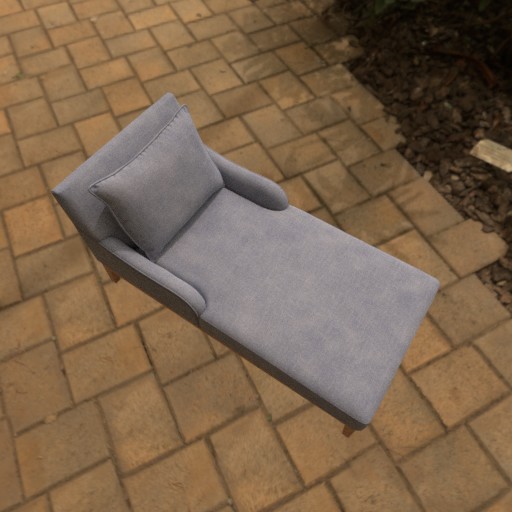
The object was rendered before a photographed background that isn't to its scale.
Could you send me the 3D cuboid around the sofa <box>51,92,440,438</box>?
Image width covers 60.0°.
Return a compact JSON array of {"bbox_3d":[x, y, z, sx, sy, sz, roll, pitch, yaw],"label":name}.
[{"bbox_3d":[0.000,0.000,2.358,1.779,0.883,0.904,30,63,17],"label":"sofa"}]
